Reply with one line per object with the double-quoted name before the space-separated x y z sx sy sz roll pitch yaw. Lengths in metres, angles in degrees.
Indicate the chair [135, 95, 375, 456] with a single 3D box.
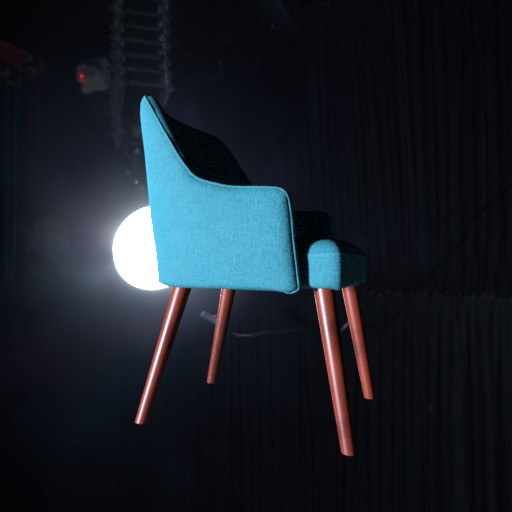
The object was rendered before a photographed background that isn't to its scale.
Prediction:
"chair" 0.000 0.000 1.244 0.605 0.849 0.548 0 -1 20
